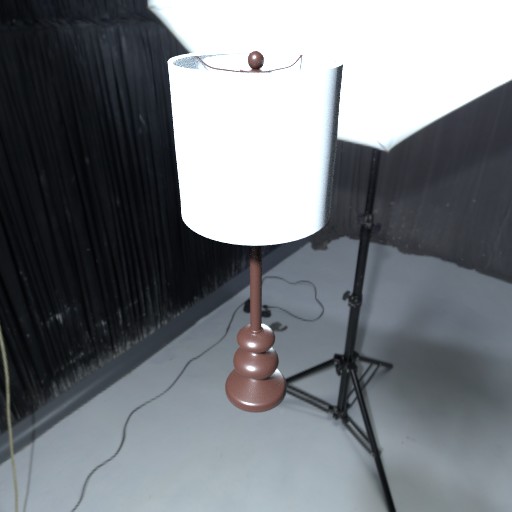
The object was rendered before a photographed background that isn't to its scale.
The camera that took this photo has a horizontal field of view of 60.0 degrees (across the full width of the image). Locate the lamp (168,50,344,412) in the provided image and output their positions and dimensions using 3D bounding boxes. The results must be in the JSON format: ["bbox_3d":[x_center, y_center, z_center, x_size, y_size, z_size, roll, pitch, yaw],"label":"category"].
[{"bbox_3d":[0.000,0.000,0.816,0.254,0.690,0.254,22,37,32],"label":"lamp"}]
